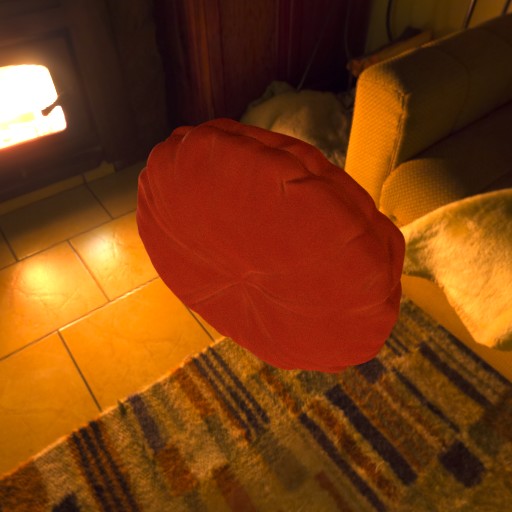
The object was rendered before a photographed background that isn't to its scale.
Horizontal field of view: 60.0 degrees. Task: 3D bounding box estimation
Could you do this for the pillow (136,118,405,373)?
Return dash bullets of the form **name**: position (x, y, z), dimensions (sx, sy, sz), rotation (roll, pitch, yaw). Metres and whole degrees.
- **pillow**: position (0.000, 0.000, 0.648), dimensions (0.428, 0.407, 0.148), rotation (25, 52, 22)
